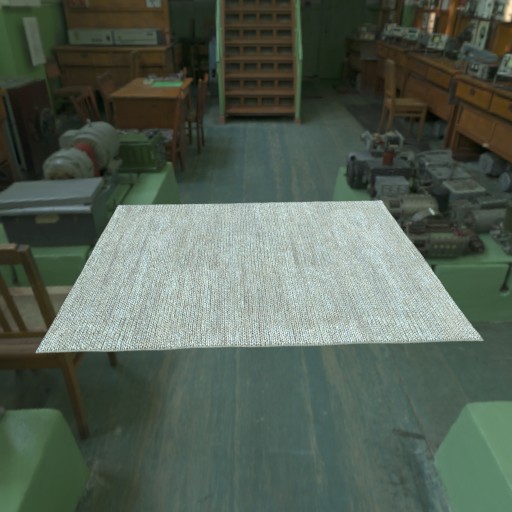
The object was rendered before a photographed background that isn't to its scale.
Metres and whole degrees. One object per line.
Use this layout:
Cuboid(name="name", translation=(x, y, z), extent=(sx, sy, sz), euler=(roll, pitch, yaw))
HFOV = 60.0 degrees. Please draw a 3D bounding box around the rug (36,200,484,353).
Cuboid(name="rug", translation=(0.000, 0.000, 4.049), extent=(3.052, 0.030, 2.429), euler=(-1, 30, -2))
